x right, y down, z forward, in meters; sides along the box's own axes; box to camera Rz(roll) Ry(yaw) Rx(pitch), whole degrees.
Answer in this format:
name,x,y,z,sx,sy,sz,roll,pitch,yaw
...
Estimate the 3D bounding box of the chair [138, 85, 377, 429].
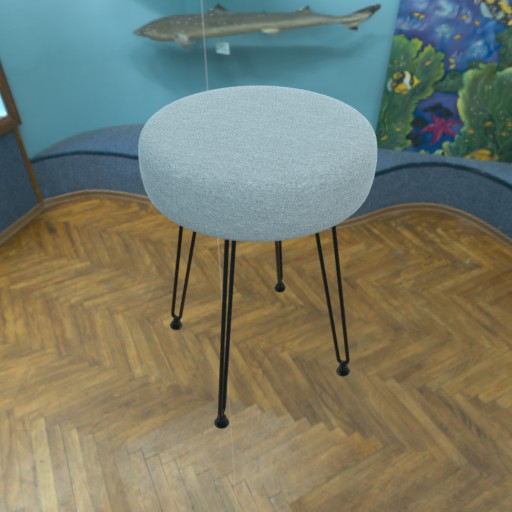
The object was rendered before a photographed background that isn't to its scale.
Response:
name,x,y,z,sx,sy,sz,roll,pitch,yaw
chair,0.000,0.000,0.685,0.350,0.440,0.350,12,41,14
